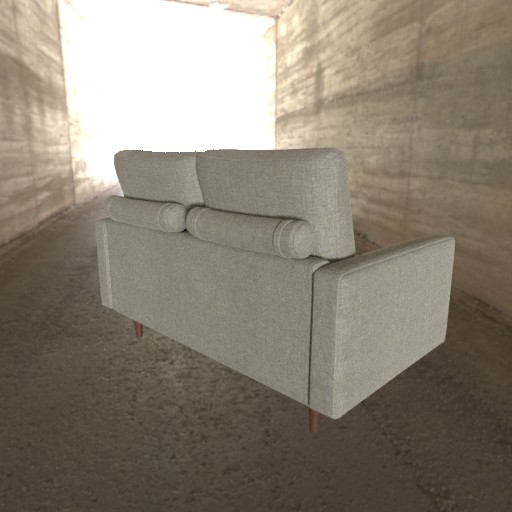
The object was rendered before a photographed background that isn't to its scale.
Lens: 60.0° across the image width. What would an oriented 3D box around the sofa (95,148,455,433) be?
[{"bbox_3d":[0.000,0.000,1.931,1.407,0.907,0.842,13,18,43],"label":"sofa"}]
